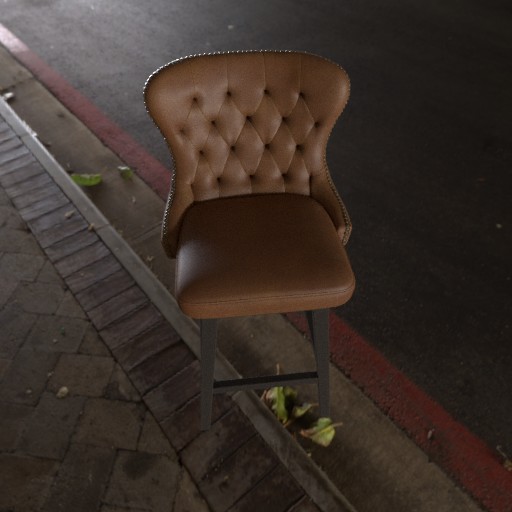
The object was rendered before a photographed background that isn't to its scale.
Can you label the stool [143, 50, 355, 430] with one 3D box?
[{"bbox_3d":[0.000,0.000,1.309,0.528,0.971,0.593,-5,46,-4],"label":"stool"}]
